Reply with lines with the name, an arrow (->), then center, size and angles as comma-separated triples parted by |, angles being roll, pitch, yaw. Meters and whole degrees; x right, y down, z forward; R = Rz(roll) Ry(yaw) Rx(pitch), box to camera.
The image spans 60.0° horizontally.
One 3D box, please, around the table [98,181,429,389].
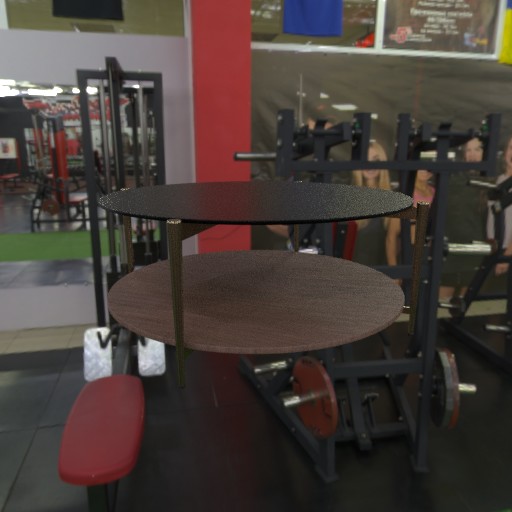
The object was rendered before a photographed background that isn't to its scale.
table -> 0.000, 0.000, 1.445 | 0.938, 0.400, 0.938 | -2, 15, -9
